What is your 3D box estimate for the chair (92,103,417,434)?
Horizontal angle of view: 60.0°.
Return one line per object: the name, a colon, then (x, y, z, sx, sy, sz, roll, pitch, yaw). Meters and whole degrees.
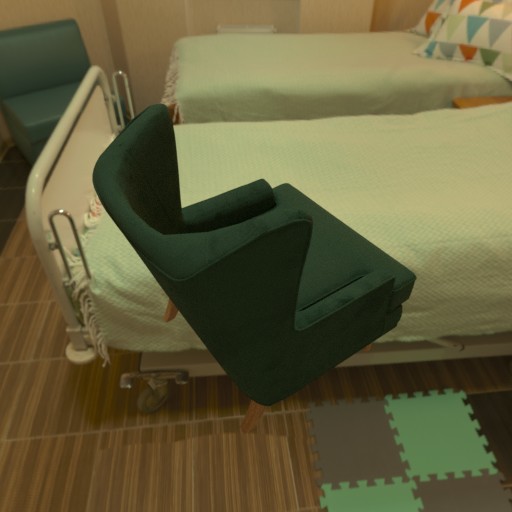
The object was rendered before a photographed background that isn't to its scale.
chair: (0.000, 0.000, 1.616, 0.910, 0.952, 0.793, -25, 47, -25)
